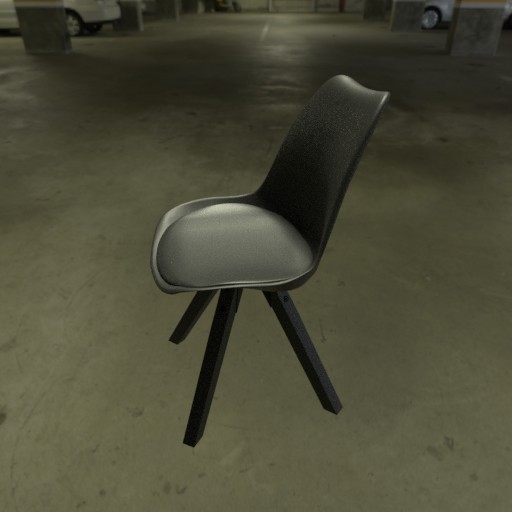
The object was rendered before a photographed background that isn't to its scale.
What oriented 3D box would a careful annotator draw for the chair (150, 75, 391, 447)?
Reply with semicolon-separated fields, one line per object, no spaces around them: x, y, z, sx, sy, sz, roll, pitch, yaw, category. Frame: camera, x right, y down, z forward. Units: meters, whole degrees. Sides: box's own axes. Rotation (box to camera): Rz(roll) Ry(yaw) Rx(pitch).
0.000;0.000;1.183;0.550;0.850;0.485;-8;32;-13;chair
